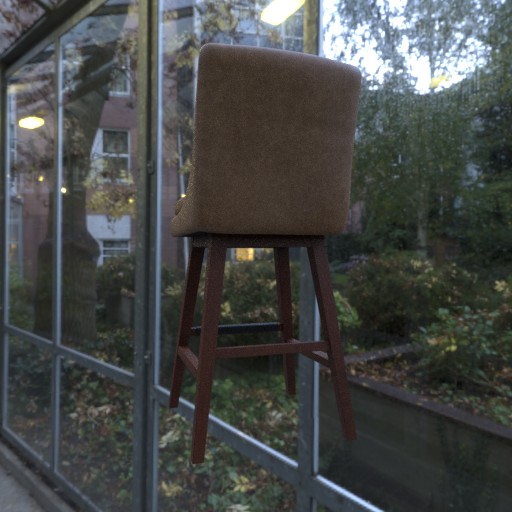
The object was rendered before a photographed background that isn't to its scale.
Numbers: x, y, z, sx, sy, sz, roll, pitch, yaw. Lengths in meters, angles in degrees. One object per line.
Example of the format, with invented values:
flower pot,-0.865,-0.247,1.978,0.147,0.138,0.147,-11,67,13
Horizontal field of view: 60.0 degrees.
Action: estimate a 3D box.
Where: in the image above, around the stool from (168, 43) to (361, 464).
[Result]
stool,0.000,0.000,1.418,0.487,1.079,0.572,0,0,-19
